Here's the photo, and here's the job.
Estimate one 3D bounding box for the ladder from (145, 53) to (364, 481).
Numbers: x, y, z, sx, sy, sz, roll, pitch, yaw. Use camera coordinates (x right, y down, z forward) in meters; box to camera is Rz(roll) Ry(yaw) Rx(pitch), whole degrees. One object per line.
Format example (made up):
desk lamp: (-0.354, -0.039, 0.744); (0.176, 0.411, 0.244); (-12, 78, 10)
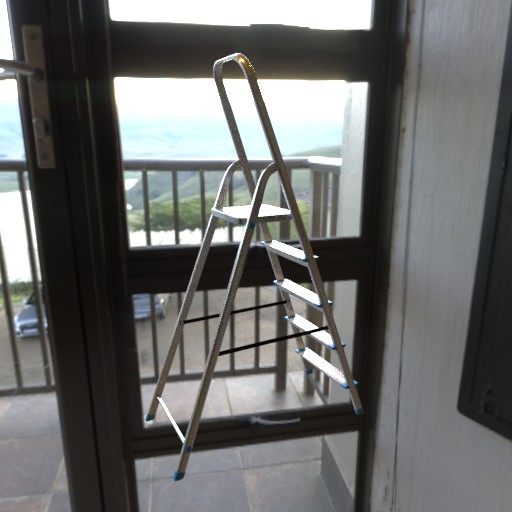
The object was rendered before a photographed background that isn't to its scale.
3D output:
ladder: (0.000, 0.000, 1.998); (0.990, 1.648, 0.468); (-8, 17, -27)
